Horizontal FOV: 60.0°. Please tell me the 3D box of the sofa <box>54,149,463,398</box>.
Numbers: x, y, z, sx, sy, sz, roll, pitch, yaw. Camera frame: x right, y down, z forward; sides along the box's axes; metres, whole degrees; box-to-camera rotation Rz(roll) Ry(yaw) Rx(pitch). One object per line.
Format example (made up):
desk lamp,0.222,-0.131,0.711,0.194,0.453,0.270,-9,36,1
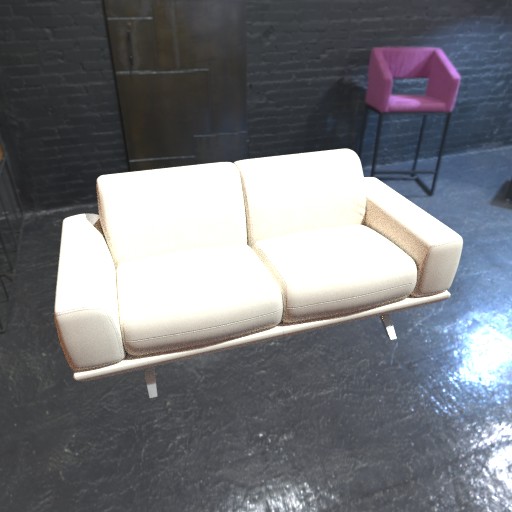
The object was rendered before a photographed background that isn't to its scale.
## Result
sofa,0.000,0.000,2.340,1.901,0.772,0.900,-10,33,-15
